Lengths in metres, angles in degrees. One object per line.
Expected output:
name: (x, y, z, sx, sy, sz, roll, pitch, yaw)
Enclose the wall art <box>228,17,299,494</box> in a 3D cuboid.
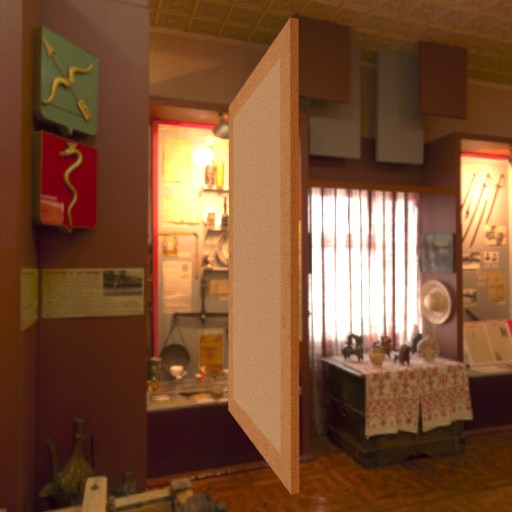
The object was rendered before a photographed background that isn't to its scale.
wall art: (0.000, 0.000, 0.819, 0.013, 0.683, 0.381, 0, -1, -17)
